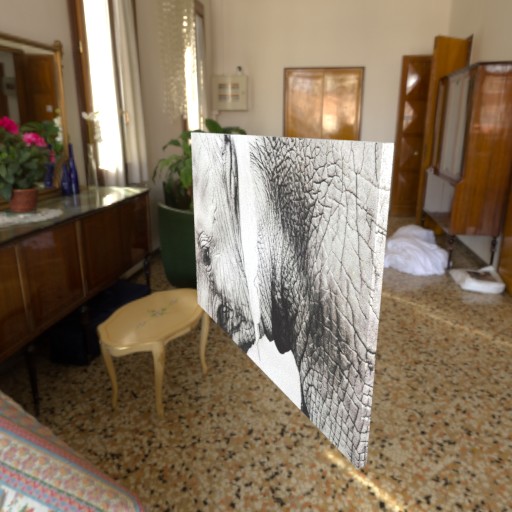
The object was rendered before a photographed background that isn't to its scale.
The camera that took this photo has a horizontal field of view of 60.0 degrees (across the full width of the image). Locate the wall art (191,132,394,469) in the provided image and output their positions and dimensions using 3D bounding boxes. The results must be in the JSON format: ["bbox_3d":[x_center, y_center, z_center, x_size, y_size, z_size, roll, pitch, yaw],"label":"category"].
[{"bbox_3d":[0.000,0.000,1.160,0.023,0.607,0.914,-8,18,-25],"label":"wall art"}]
